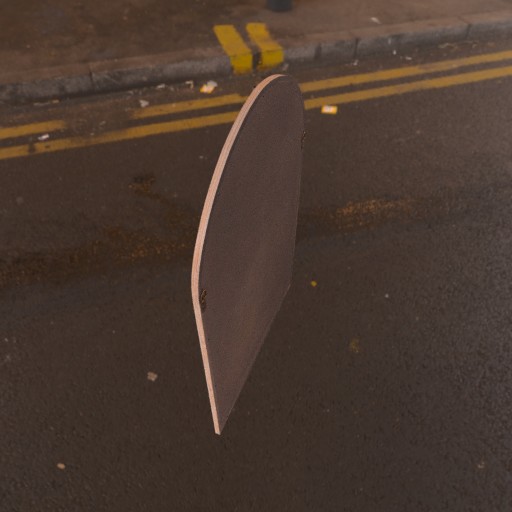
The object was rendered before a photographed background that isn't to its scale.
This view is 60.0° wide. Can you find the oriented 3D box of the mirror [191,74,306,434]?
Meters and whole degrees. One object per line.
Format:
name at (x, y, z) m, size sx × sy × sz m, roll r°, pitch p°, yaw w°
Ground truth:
mirror at (0.000, 0.000, 1.148) m, size 0.032 × 0.915 × 0.609 m, roll 17°, pitch 50°, yaw 15°
